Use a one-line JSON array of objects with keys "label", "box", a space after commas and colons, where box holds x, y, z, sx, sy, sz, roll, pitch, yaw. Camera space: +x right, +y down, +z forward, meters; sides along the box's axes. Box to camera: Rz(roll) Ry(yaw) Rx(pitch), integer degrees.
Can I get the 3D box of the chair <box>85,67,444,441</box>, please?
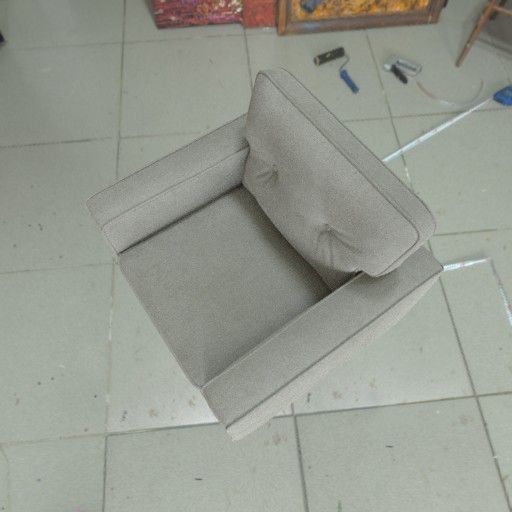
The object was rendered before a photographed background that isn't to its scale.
[{"label": "chair", "box": [0.000, 0.000, 1.750, 0.939, 0.965, 1.015, -32, 68, -14]}]
